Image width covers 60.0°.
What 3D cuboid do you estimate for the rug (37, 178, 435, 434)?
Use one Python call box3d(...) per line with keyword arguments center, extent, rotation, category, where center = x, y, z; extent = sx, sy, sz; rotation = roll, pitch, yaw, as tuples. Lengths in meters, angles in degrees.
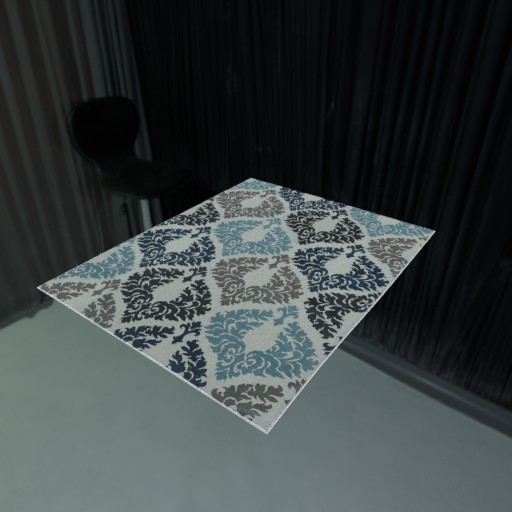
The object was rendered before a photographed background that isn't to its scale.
box3d(center=(0.000, 0.000, 4.212), extent=(2.423, 0.014, 3.040), rotation=(22, 38, 30), category="rug")
